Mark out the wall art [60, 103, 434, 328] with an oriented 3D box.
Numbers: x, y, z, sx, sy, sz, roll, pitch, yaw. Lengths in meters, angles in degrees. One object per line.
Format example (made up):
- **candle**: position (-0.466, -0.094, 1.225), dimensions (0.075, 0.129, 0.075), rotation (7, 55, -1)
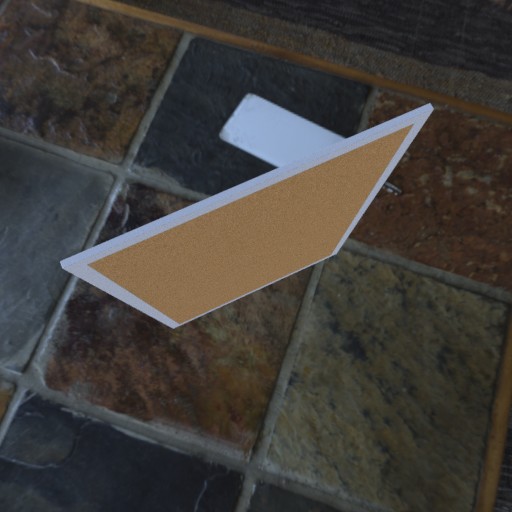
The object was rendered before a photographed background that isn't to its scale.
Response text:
- **wall art**: position (0.000, 0.000, 1.170), dimensions (0.659, 0.940, 0.013), rotation (-24, 76, -6)
